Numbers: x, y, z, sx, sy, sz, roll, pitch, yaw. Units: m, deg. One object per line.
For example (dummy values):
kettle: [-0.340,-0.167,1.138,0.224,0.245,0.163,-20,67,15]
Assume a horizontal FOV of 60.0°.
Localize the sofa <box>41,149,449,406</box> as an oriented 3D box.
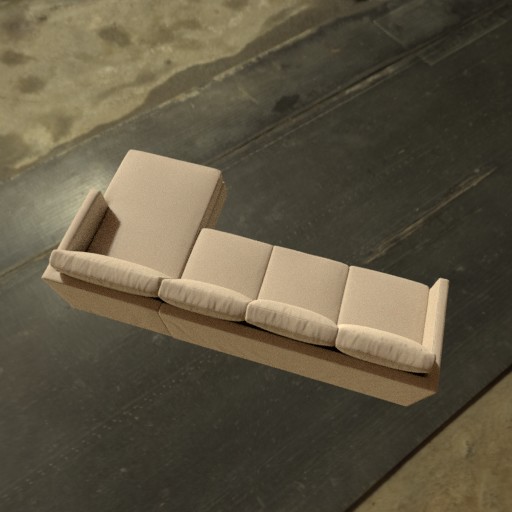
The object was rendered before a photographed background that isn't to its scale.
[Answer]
sofa: [0.000,0.000,3.937,3.206,0.871,1.622,15,64,7]
